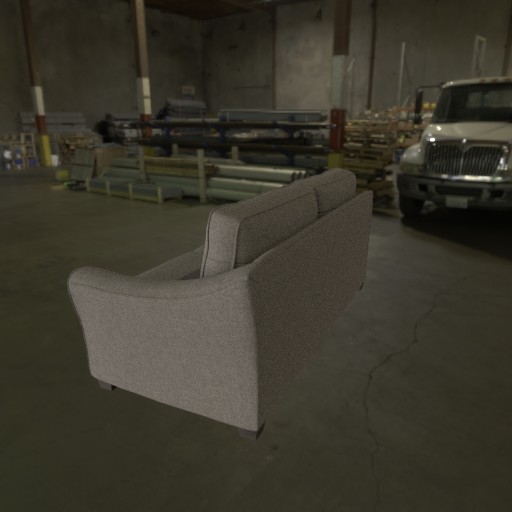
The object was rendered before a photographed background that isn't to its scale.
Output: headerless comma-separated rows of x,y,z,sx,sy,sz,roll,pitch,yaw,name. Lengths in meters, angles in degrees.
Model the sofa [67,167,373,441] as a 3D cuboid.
0.000,0.000,2.820,1.013,0.976,2.203,8,19,24,sofa
